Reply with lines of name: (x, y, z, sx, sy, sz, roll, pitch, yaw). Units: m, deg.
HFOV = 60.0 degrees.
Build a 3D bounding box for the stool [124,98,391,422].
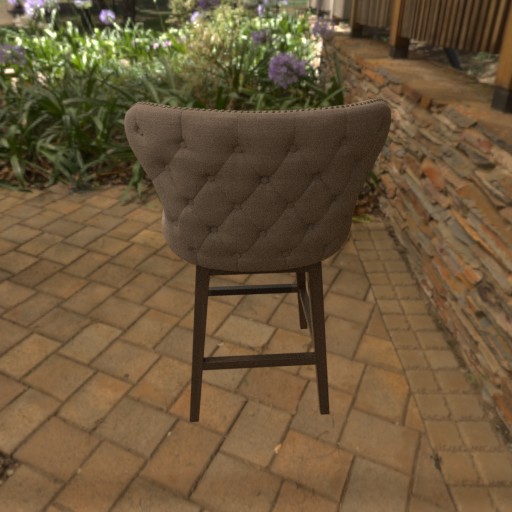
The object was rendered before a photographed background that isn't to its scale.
stool: (0.000, 0.000, 1.342, 0.615, 0.972, 0.597, -2, 30, -4)
